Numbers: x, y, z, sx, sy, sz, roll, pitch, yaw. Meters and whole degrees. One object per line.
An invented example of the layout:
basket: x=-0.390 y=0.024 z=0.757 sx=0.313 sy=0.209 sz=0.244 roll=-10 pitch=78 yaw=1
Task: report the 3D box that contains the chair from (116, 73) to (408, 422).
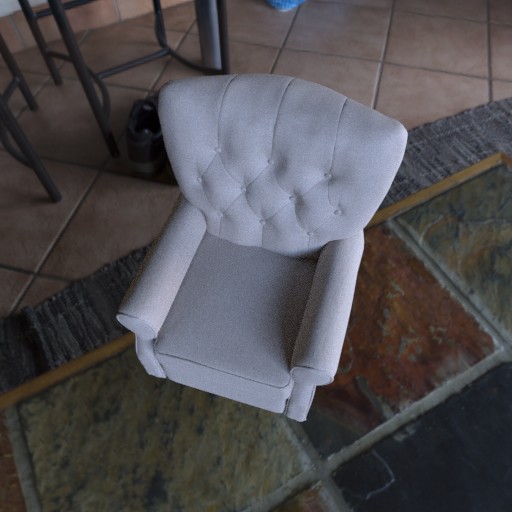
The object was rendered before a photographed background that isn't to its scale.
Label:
chair: x=0.000 y=0.000 z=1.917 sx=0.942 sy=1.209 sz=1.025 roll=14 pitch=57 yaw=9
